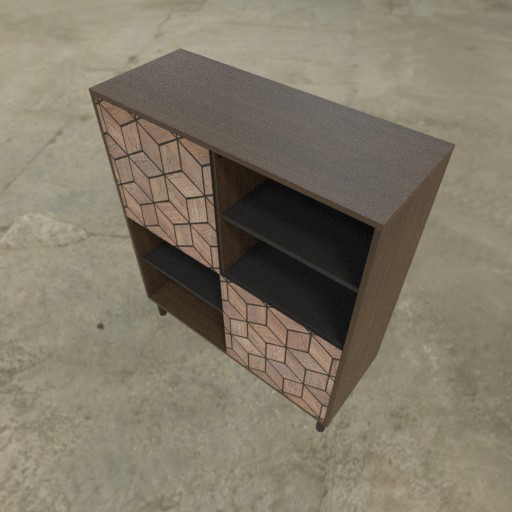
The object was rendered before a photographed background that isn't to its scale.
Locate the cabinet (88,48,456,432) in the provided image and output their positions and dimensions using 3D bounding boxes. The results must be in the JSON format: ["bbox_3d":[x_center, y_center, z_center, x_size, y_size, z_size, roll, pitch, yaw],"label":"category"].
[{"bbox_3d":[0.000,0.000,1.685,1.010,1.170,0.400,30,53,26],"label":"cabinet"}]
